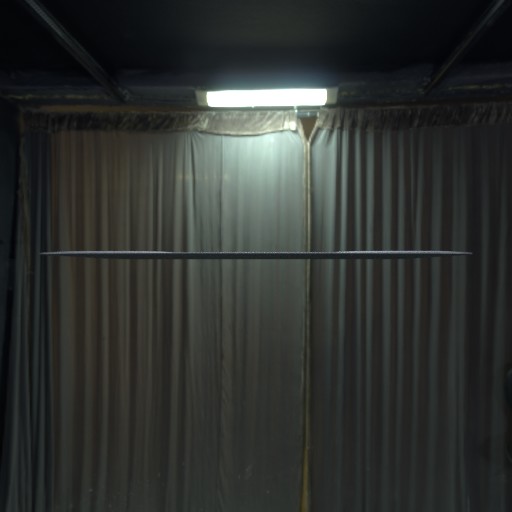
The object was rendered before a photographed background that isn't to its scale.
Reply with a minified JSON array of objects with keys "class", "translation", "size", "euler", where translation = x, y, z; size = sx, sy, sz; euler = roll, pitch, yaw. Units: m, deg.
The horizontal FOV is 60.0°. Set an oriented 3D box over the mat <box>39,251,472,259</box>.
[{"class":"mat","translation":[0.000,0.000,1.911],"size":[1.524,0.013,0.918],"euler":[0,-2,1]}]
